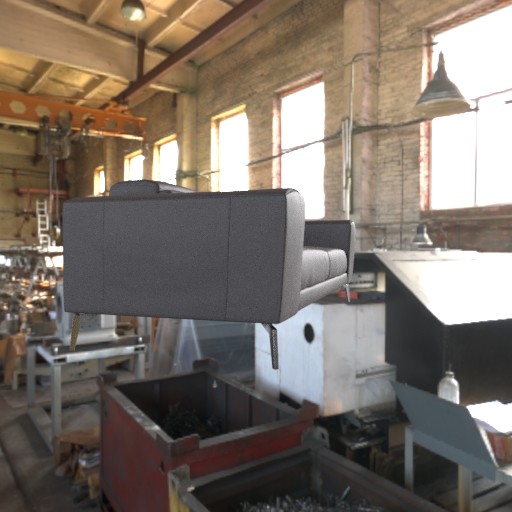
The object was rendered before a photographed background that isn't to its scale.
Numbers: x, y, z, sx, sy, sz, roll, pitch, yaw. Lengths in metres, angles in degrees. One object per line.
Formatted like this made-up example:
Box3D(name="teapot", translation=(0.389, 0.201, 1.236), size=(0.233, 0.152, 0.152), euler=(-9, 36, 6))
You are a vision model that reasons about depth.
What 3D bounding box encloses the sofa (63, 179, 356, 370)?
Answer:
Box3D(name="sofa", translation=(0.000, 0.000, 2.868), size=(1.048, 0.814, 2.330), euler=(0, 1, 19))
